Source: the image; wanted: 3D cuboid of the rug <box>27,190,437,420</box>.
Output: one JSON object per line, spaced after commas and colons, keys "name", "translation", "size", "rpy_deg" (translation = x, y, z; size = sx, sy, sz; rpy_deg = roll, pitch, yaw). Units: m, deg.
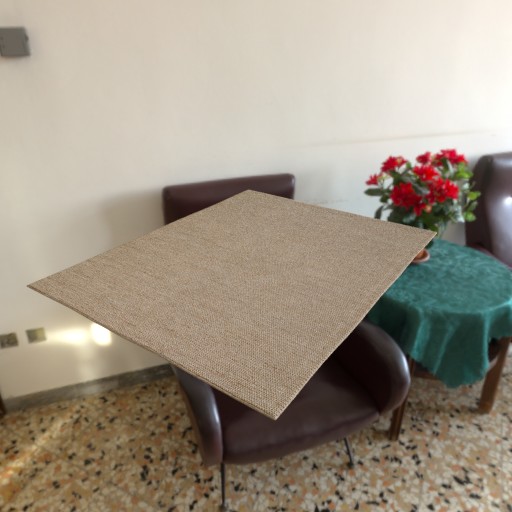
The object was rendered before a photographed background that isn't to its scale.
{"name": "rug", "translation": [0.000, 0.000, 4.066], "size": [2.406, 0.012, 3.034], "rpy_deg": [18, 32, 31]}
